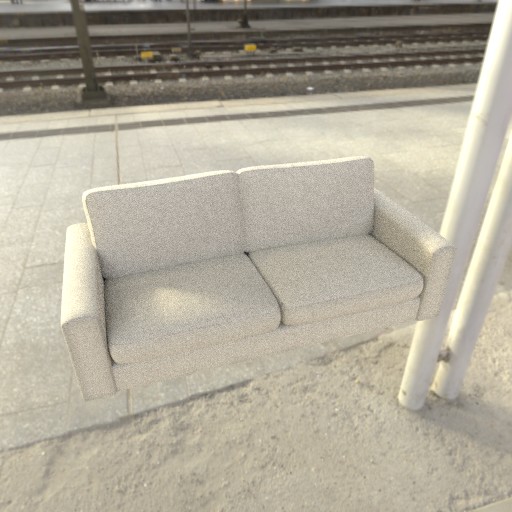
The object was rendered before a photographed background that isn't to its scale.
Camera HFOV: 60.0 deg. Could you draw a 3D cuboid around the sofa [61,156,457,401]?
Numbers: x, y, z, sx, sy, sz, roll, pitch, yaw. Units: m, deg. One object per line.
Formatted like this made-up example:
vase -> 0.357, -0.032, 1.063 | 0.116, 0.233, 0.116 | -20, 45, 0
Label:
sofa -> 0.000, 0.000, 2.729 | 2.179, 0.873, 1.016 | -10, 33, -15
